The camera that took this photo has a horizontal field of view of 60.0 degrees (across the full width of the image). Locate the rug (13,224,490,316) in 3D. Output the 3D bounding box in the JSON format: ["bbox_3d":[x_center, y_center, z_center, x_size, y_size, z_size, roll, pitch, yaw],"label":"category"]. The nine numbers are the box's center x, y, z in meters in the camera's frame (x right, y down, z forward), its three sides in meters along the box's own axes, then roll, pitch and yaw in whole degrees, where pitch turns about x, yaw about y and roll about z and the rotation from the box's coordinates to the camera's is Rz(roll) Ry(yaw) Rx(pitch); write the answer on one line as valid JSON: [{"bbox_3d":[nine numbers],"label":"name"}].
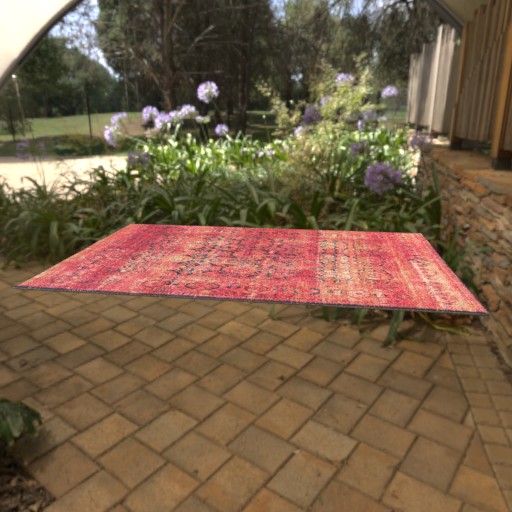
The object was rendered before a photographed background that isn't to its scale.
[{"bbox_3d":[0.000,0.000,2.955,2.449,0.018,1.539,2,17,8],"label":"rug"}]
